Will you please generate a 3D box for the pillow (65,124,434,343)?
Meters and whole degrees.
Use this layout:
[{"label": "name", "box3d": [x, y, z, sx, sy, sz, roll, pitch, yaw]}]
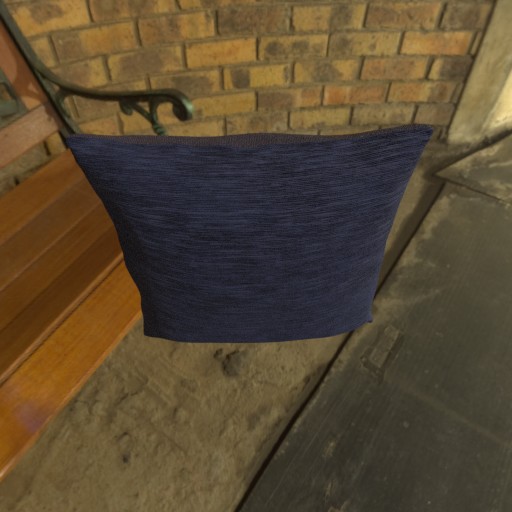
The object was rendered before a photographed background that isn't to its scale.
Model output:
[{"label": "pillow", "box3d": [0.000, 0.000, 0.692, 0.452, 0.439, 0.204, -2, 48, -2]}]
